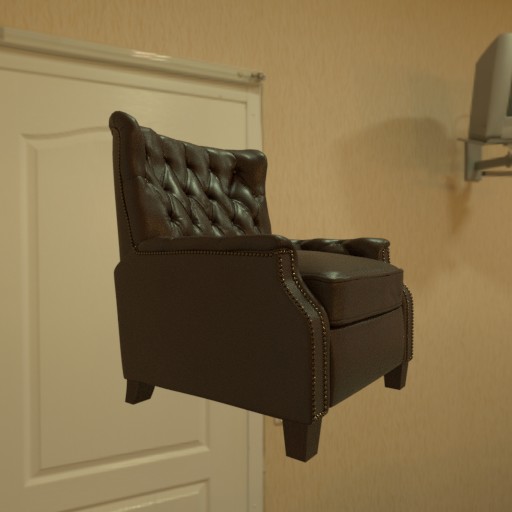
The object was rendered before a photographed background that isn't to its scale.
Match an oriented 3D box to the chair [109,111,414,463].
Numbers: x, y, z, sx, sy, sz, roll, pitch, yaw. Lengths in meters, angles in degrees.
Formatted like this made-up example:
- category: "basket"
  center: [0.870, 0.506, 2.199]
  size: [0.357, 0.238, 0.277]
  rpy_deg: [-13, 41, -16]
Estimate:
- category: "chair"
  center: [0.000, 0.000, 1.422]
  size: [0.823, 0.864, 0.709]
  rpy_deg: [1, 2, 37]
